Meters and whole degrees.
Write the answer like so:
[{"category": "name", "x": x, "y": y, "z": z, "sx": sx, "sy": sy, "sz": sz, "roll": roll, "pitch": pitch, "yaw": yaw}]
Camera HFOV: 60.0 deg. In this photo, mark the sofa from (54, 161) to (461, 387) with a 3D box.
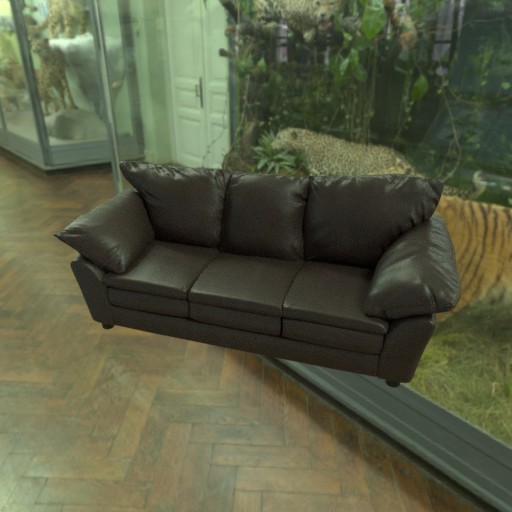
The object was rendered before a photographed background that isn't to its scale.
[{"category": "sofa", "x": 0.000, "y": 0.000, "z": 2.899, "sx": 2.390, "sy": 1.091, "sz": 0.907, "roll": 8, "pitch": 27, "yaw": 15}]
